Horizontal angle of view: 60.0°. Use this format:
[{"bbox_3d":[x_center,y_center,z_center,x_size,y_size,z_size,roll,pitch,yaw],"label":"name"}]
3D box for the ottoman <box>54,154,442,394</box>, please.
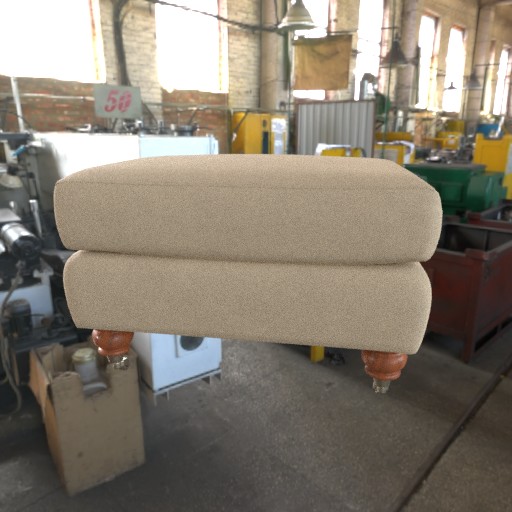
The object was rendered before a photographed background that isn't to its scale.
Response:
[{"bbox_3d":[0.000,0.000,1.136,0.773,0.504,0.569,3,16,9],"label":"ottoman"}]
